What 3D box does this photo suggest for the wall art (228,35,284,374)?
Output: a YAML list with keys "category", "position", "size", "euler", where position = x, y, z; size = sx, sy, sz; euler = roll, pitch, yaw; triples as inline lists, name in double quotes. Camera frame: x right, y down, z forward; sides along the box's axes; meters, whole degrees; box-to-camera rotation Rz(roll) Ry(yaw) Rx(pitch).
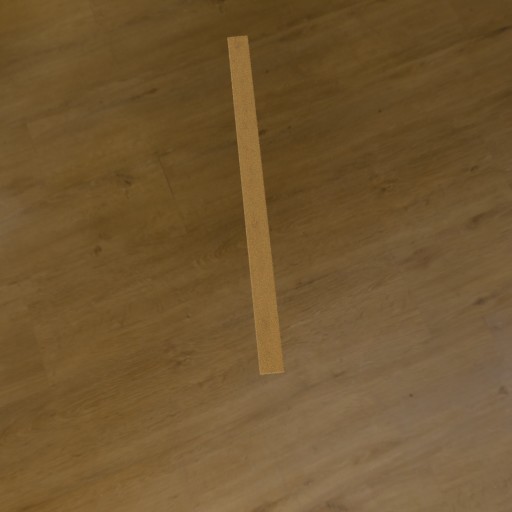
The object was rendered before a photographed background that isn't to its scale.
- category: "wall art"
  position: [0.000, 0.000, 1.020]
  size: [0.039, 0.810, 0.510]
  euler: [-5, 76, -1]
